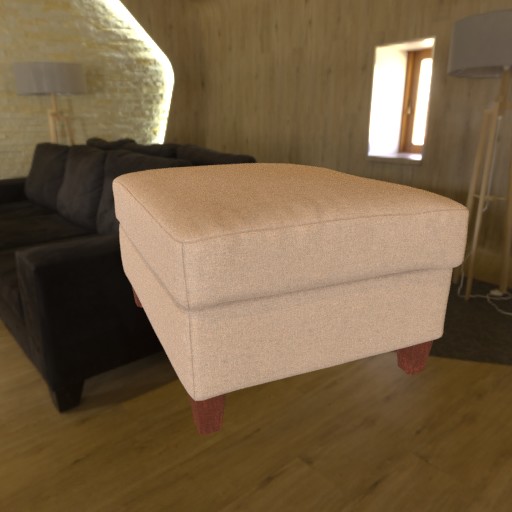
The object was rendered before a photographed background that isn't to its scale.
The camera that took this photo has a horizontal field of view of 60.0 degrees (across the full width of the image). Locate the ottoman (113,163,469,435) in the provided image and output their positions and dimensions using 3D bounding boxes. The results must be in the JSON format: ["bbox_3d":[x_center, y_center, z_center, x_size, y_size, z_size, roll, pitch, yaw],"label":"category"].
[{"bbox_3d":[0.000,0.000,1.305,0.692,0.511,0.902,-7,18,-23],"label":"ottoman"}]
